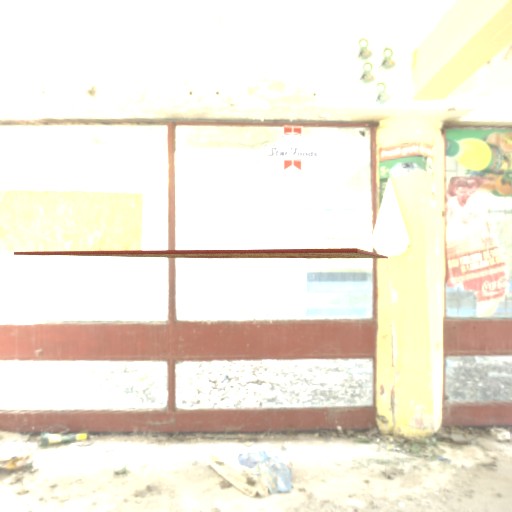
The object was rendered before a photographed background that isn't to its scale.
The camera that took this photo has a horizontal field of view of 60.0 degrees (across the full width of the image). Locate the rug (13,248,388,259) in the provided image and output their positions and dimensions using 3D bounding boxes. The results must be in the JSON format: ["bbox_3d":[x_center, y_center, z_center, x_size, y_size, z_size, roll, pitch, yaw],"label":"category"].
[{"bbox_3d":[0.000,0.000,2.223,1.194,0.013,1.802,0,-1,19],"label":"rug"}]
